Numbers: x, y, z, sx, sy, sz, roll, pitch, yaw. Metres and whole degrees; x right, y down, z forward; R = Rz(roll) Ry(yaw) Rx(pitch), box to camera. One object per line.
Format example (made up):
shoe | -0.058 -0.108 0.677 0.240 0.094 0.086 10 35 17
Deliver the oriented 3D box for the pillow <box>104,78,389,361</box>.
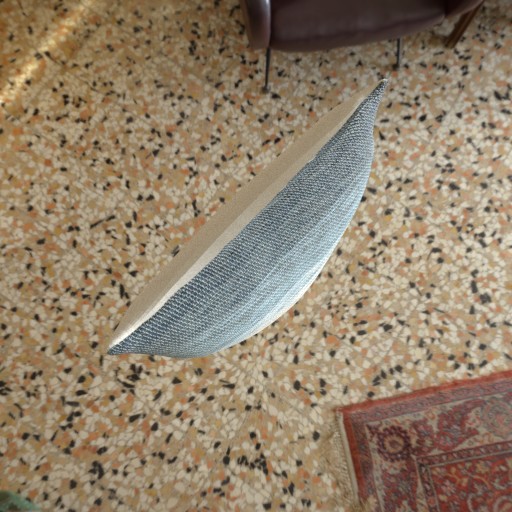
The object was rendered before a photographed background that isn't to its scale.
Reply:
pillow | 0.000 0.000 0.675 0.182 0.441 0.440 43 80 9
